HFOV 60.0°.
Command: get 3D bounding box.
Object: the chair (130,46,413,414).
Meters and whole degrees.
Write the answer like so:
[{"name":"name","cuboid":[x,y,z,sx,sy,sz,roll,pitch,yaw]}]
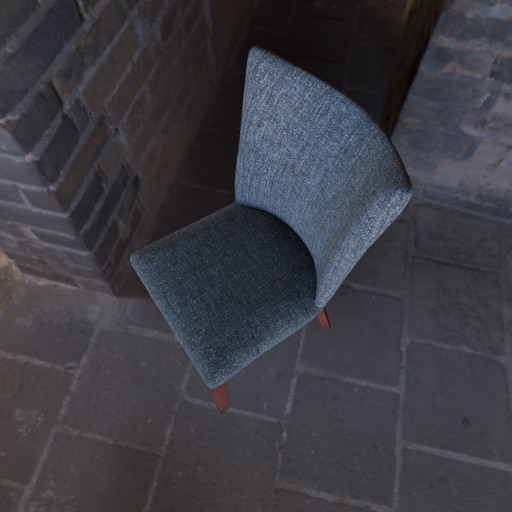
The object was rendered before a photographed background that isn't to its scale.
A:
[{"name":"chair","cuboid":[0.000,0.000,1.300,0.623,0.924,0.535,-31,65,-16]}]
